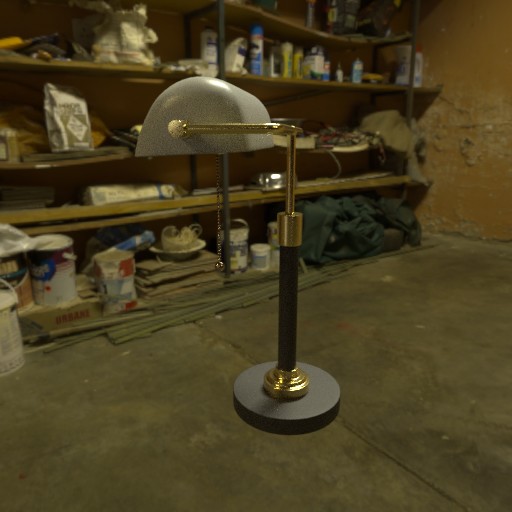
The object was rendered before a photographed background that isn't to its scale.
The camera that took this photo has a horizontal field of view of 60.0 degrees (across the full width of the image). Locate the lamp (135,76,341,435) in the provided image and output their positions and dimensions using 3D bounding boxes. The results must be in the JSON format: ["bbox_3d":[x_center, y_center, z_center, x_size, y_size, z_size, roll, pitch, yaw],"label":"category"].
[{"bbox_3d":[0.000,0.000,0.555,0.227,0.404,0.269,3,15,10],"label":"lamp"}]
